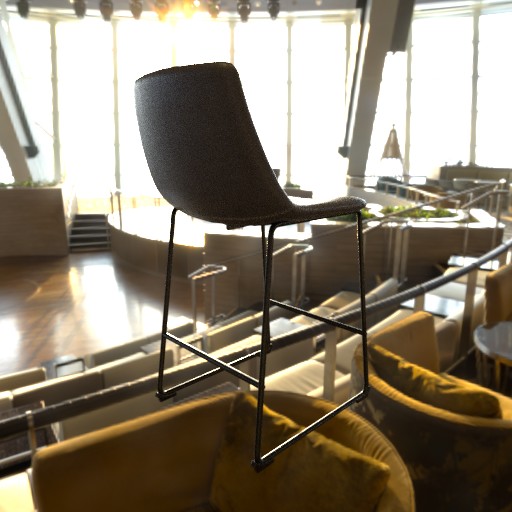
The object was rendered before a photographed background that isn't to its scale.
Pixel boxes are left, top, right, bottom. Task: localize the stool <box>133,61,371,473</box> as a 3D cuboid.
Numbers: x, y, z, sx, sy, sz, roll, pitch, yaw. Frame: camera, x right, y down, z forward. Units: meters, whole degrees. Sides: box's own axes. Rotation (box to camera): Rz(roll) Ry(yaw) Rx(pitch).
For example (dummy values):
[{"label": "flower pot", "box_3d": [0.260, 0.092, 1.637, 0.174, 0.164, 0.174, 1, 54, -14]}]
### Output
[{"label": "stool", "box_3d": [0.000, 0.000, 1.179, 0.546, 0.876, 0.470, -13, 19, -43]}]
